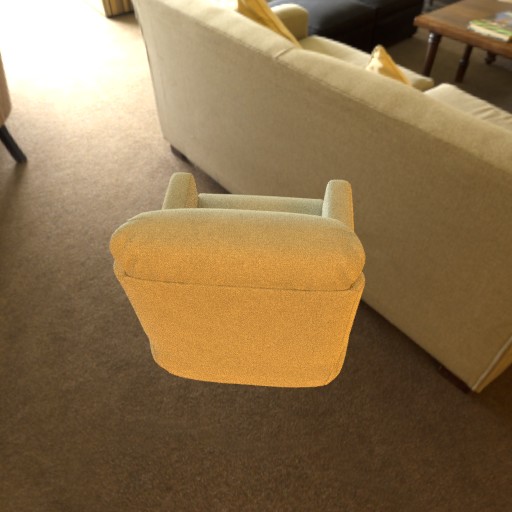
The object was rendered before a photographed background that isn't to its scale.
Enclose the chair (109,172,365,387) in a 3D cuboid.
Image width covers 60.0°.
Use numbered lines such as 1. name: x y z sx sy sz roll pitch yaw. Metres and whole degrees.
1. chair: 0.000 0.000 1.657 0.812 1.015 0.941 3 47 3
